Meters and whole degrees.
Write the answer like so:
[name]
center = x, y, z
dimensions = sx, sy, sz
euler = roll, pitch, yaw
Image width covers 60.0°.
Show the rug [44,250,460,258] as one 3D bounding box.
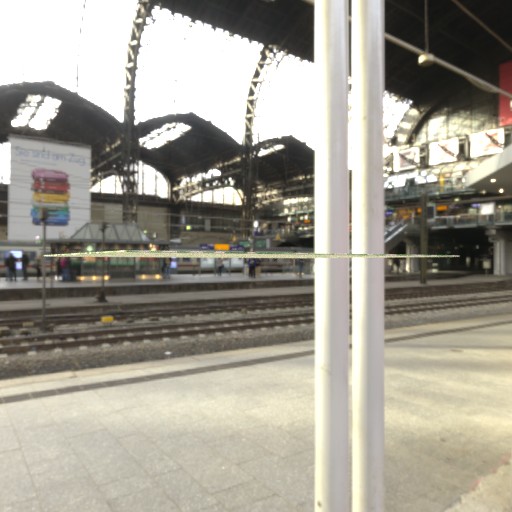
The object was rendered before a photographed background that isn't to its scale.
[rug]
center = 0.000, 0.000, 2.335
dimensions = 1.826, 0.006, 1.220
euler = 1, -1, -36
